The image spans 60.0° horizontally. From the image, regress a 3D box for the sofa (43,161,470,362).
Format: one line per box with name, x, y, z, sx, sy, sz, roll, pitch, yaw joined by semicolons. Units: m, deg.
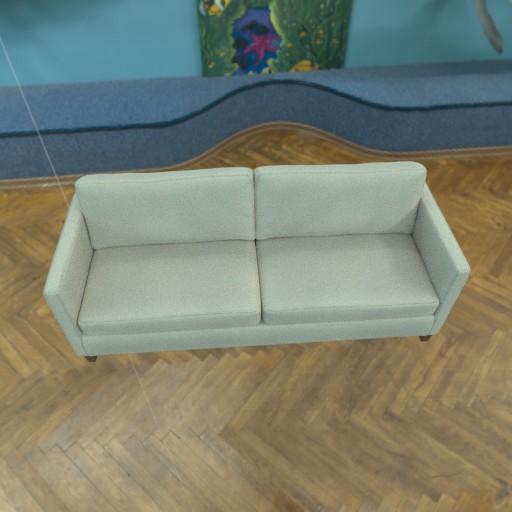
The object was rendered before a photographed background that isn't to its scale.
sofa;0.000;0.000;2.897;2.361;0.968;0.951;-3;47;-3
